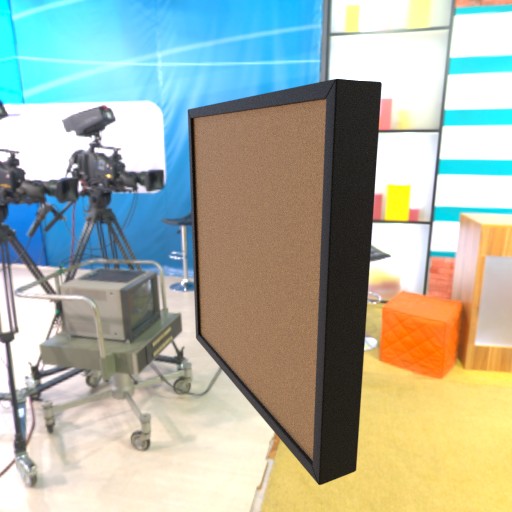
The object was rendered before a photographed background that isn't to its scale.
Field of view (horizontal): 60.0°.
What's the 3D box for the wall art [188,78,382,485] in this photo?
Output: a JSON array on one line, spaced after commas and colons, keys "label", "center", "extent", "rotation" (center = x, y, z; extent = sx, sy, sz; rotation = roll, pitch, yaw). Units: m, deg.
[{"label": "wall art", "center": [0.000, 0.000, 0.456], "extent": [0.037, 0.305, 0.305], "rotation": [-7, 16, -25]}]
